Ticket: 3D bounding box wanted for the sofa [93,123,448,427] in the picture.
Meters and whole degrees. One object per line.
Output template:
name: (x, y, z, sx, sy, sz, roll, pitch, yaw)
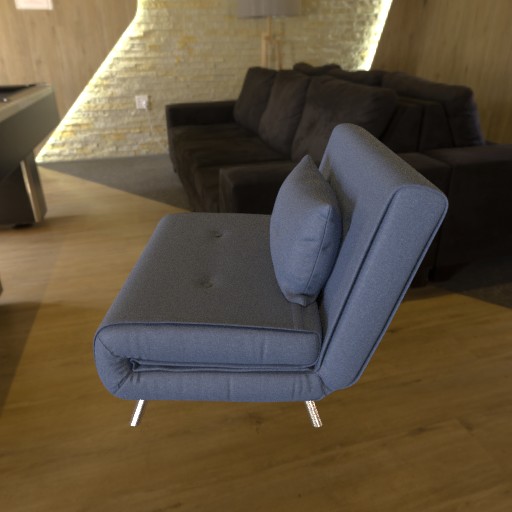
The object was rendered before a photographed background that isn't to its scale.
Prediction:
sofa: (0.000, 0.000, 1.726, 0.996, 0.860, 0.999, 0, 25, 0)
